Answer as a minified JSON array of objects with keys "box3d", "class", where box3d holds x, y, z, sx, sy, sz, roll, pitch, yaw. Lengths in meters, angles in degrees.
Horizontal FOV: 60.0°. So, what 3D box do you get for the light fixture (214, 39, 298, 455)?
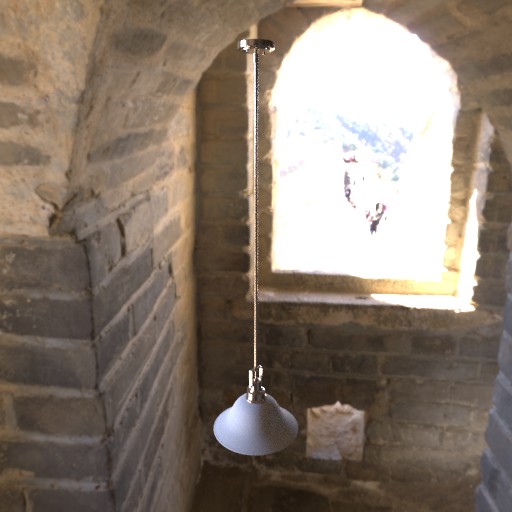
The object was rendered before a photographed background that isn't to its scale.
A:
[{"box3d":[0.000,0.000,1.532,0.324,1.354,0.324,-14,20,-43],"class":"light fixture"}]
